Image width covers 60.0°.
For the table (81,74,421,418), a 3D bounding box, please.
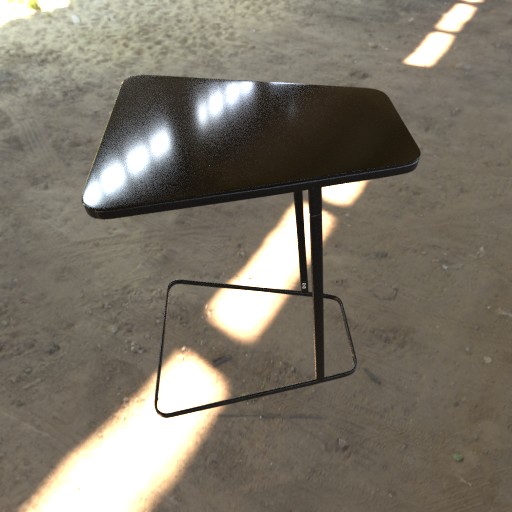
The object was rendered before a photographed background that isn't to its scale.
[{"bbox_3d":[0.000,0.000,0.963,0.500,0.624,0.427,-2,45,-2],"label":"table"}]
